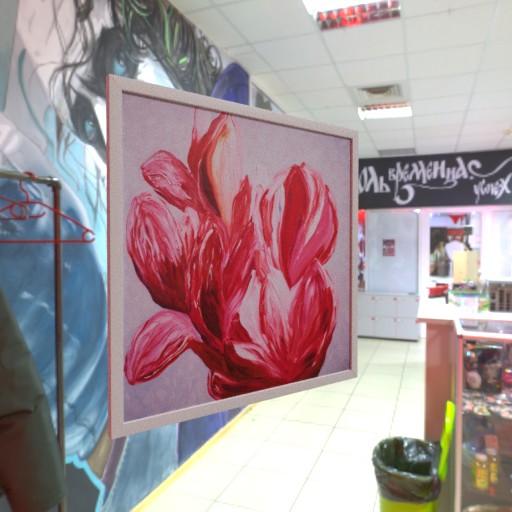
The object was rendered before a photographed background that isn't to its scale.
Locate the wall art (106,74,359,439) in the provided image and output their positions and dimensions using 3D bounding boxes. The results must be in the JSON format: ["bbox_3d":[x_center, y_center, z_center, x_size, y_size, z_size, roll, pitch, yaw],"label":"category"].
[{"bbox_3d":[0.000,0.000,1.217,0.805,0.803,0.022,-1,1,-36],"label":"wall art"}]
